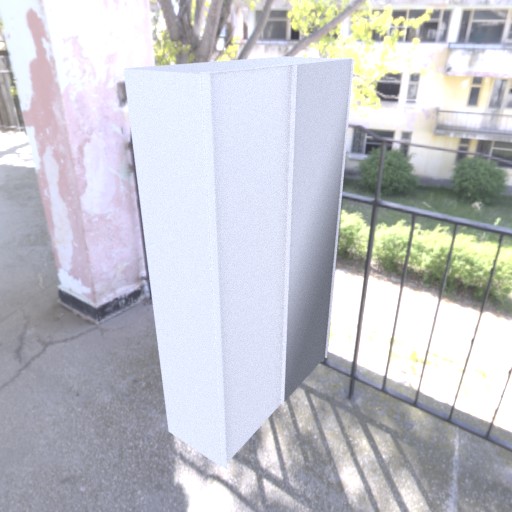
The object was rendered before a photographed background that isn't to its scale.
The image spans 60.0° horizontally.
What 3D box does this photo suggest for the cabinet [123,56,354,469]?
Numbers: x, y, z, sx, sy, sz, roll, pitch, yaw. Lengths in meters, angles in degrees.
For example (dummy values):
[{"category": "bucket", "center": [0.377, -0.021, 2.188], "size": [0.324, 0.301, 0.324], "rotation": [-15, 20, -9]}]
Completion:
[{"category": "cabinet", "center": [0.000, 0.000, 2.684], "size": [0.480, 2.160, 1.250], "rotation": [18, 32, 32]}]
